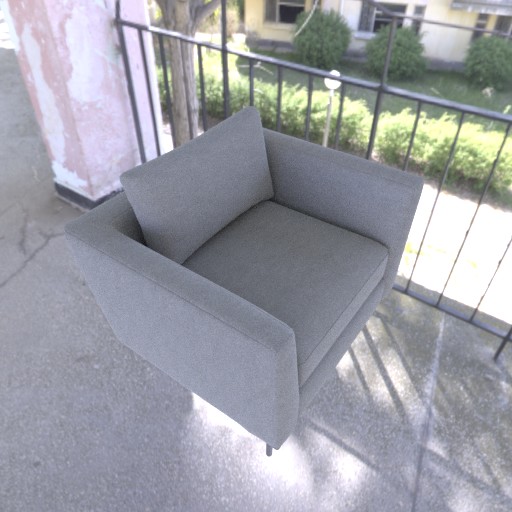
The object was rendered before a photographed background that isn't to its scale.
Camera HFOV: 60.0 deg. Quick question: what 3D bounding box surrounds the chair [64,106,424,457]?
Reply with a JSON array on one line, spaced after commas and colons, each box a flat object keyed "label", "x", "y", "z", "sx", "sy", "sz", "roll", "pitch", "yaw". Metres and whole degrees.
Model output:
[{"label": "chair", "x": 0.000, "y": 0.000, "z": 1.747, "sx": 0.889, "sy": 0.864, "sz": 1.041, "roll": 25, "pitch": 47, "yaw": 26}]
